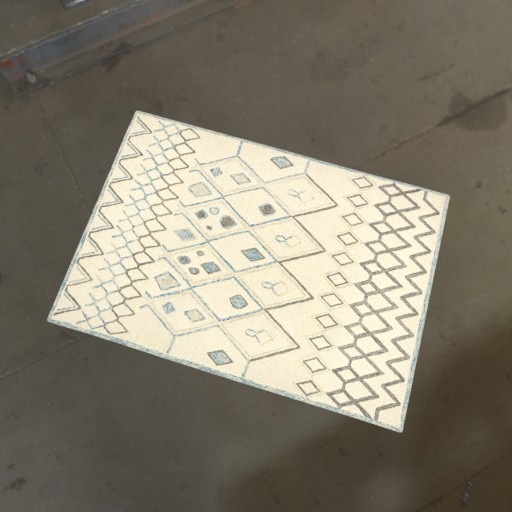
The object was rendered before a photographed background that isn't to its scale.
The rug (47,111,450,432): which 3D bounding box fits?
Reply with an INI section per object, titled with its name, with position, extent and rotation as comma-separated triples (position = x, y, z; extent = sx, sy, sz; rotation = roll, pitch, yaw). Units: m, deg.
[rug]
position = 0.000, 0.000, 2.318
extent = 1.820, 0.009, 1.260
rotation = 16, 76, 4
